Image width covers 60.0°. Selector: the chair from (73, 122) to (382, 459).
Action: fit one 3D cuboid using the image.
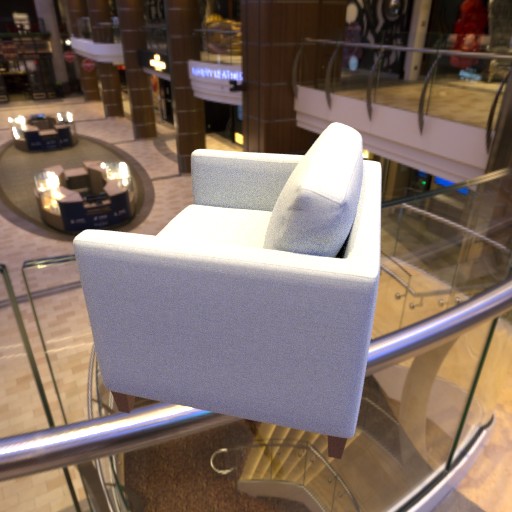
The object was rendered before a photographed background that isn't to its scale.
[{"bbox_3d":[0.000,0.000,1.837,0.953,0.961,1.107,7,29,12],"label":"chair"}]
